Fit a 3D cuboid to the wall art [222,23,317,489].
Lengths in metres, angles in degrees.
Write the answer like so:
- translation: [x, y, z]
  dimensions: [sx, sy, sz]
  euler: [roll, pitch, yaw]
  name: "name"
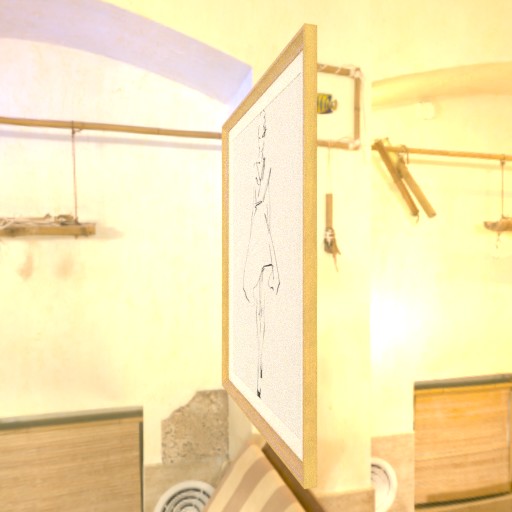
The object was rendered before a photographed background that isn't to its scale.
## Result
- translation: [0.000, 0.000, 1.338]
  dimensions: [0.030, 1.002, 0.798]
  euler: [0, 0, -17]
  name: "wall art"
